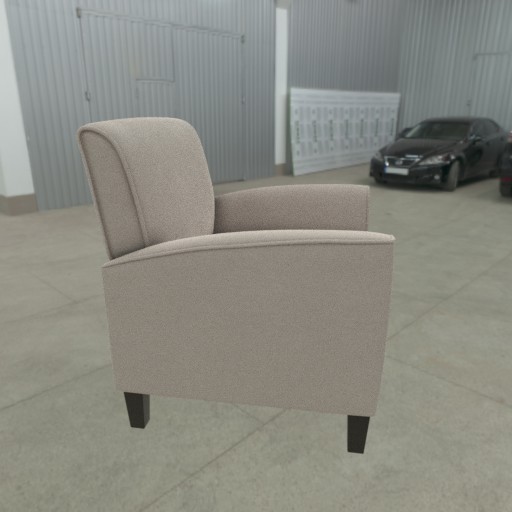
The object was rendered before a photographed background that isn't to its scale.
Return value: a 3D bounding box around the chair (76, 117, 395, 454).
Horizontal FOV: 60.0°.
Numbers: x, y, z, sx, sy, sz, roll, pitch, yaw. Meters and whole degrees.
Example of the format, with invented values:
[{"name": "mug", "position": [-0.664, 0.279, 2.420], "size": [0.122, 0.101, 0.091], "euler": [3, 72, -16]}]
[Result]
[{"name": "chair", "position": [0.000, 0.000, 1.535], "size": [0.820, 0.915, 0.820], "euler": [3, 18, 9]}]
